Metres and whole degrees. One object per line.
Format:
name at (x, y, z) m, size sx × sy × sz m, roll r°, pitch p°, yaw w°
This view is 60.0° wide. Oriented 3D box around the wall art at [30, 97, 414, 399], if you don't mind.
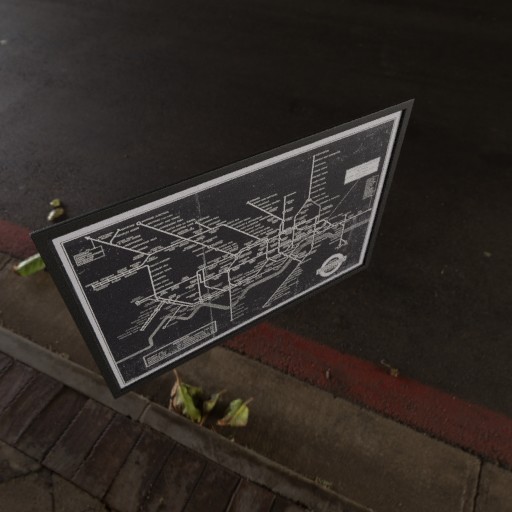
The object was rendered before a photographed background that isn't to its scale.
wall art at (0.000, 0.000, 1.501) m, size 1.192 × 0.811 × 0.013 m, roll -25°, pitch 51°, yaw -21°
